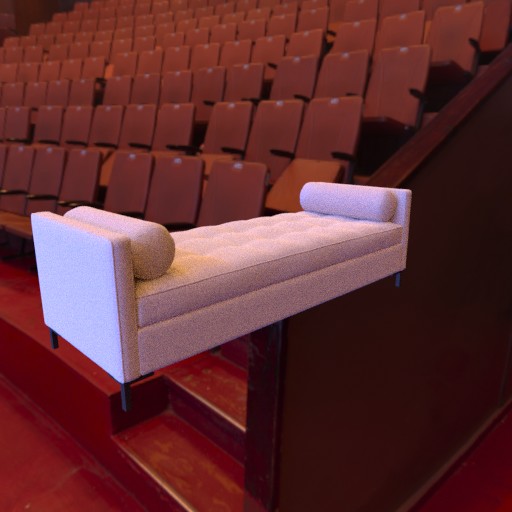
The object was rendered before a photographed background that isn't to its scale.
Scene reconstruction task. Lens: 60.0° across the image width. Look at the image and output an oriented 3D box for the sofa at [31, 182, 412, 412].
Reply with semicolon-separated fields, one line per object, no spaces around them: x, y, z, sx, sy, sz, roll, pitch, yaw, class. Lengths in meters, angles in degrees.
0.000;0.000;2.368;1.985;0.641;0.746;-14;20;-42;sofa
